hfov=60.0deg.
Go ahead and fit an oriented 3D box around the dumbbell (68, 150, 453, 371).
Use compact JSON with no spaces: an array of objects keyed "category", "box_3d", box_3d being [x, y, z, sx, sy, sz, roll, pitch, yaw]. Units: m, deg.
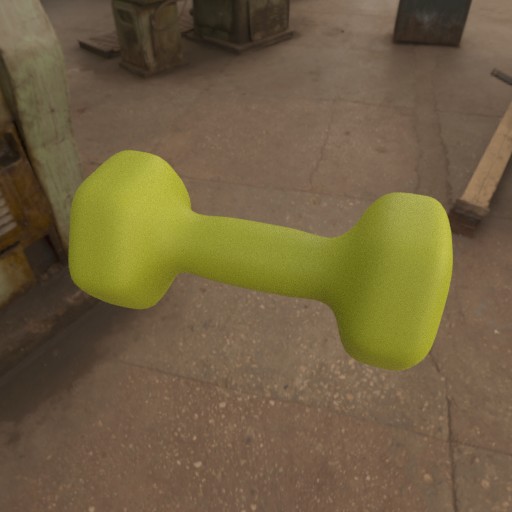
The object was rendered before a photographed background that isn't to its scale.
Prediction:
[{"category":"dumbbell","box_3d":[0.000,0.000,0.206,0.164,0.072,0.080,12,43,13]}]
